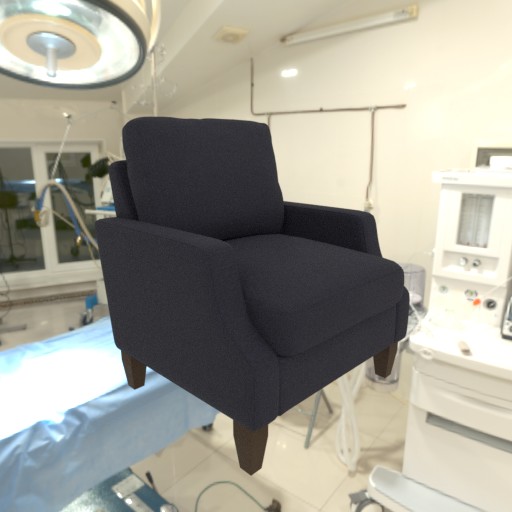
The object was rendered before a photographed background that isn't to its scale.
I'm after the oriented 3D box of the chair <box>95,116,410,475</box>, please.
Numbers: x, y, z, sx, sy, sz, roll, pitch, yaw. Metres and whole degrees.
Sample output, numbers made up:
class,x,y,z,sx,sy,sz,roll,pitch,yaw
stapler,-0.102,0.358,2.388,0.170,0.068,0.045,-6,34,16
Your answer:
class,x,y,z,sx,sy,sz,roll,pitch,yaw
chair,0.000,0.000,1.640,0.897,0.991,0.855,14,20,43
